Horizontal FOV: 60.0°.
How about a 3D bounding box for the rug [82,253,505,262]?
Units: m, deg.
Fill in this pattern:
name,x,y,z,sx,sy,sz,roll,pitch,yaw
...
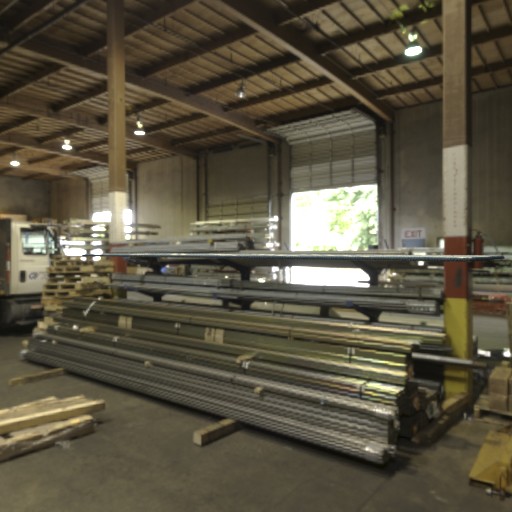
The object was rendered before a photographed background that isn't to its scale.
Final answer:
name,x,y,z,sx,sy,sz,roll,pitch,yaw
rug,0.000,0.000,2.399,2.276,0.014,0.678,1,1,37
